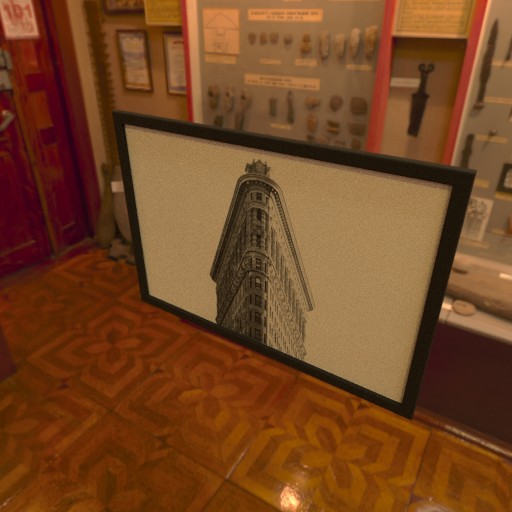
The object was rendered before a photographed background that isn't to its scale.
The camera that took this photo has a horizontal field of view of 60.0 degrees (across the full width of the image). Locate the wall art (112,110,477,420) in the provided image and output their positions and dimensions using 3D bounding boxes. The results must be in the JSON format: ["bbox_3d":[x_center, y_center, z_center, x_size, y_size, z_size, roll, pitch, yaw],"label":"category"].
[{"bbox_3d":[0.000,0.000,1.200,0.958,0.656,0.026,18,35,28],"label":"wall art"}]
